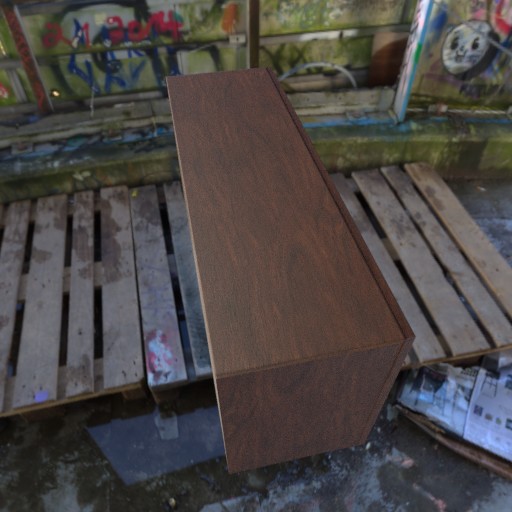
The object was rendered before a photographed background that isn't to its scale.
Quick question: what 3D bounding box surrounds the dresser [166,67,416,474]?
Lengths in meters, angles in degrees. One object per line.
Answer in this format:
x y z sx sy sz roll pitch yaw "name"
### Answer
0.000 0.000 1.830 0.500 0.889 1.472 -9 48 -8 "dresser"
